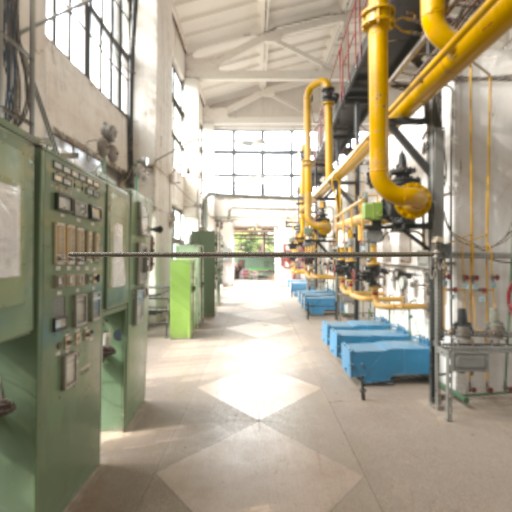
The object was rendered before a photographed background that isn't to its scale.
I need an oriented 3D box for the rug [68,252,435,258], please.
[{"bbox_3d":[0.000,0.000,2.242,1.144,0.014,1.748,0,0,1],"label":"rug"}]
